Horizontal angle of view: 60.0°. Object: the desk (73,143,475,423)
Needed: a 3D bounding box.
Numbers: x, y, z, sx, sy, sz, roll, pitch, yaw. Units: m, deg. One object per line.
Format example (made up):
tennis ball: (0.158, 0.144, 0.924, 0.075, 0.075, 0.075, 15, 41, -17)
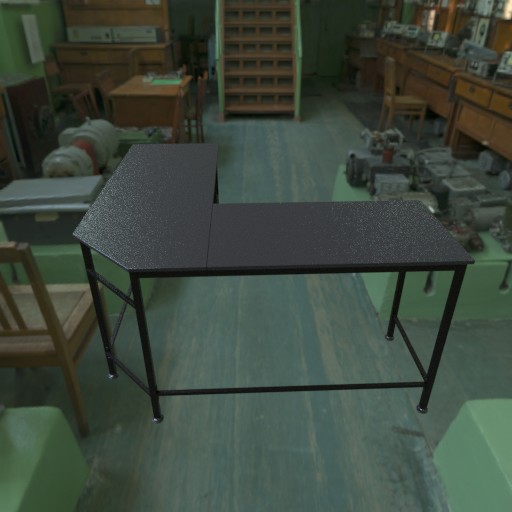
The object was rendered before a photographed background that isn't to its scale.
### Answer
desk: (0.000, 0.000, 2.208, 1.379, 0.739, 1.379, -1, 30, -2)
